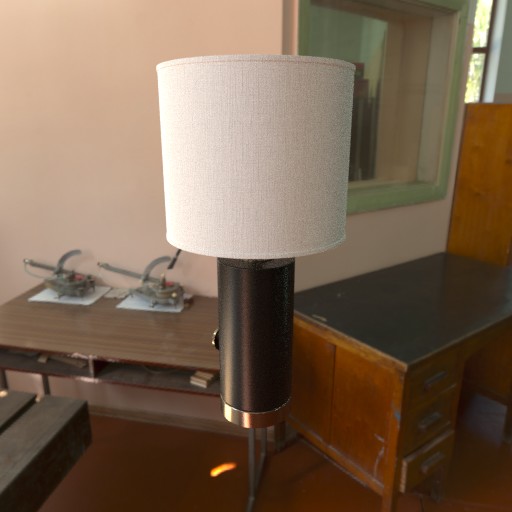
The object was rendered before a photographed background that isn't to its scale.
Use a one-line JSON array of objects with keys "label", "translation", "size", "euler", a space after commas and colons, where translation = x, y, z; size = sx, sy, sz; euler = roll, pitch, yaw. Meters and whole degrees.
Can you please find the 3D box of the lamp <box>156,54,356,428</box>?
[{"label": "lamp", "translation": [0.000, 0.000, 0.616], "size": [0.241, 0.482, 0.240], "euler": [-16, 23, -42]}]
